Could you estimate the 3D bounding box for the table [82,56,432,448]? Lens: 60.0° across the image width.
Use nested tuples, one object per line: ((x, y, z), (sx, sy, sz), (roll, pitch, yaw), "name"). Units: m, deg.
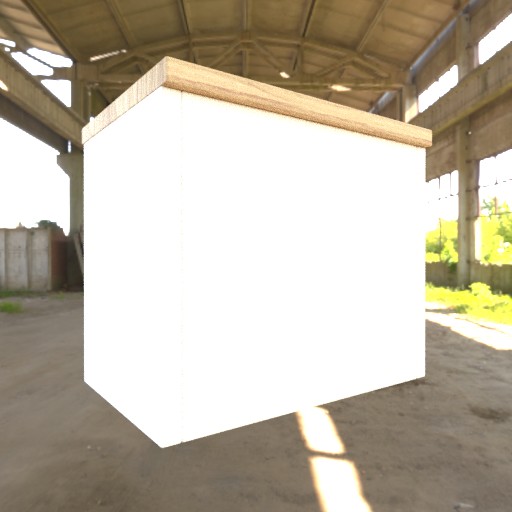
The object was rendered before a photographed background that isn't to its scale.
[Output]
((0.000, 0.000, 0.775), (0.500, 0.440, 0.360), (0, 0, -36), "table")
